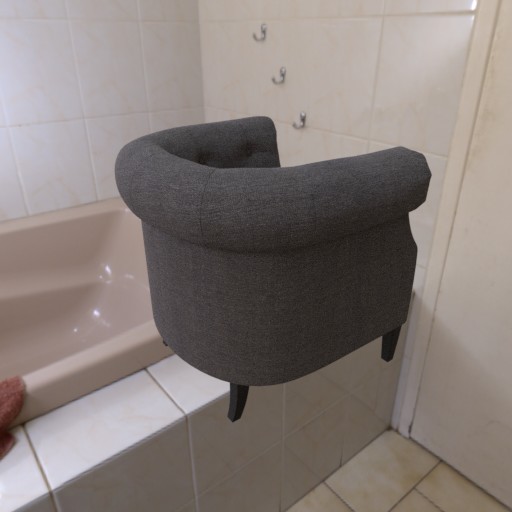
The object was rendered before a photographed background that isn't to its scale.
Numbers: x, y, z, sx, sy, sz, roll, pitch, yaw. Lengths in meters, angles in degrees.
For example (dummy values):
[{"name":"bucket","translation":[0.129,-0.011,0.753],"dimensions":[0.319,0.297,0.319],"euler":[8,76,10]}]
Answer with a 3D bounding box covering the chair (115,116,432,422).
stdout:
[{"name":"chair","translation":[0.000,0.000,1.576],"dimensions":[0.852,0.827,0.905],"euler":[-18,32,-32]}]
